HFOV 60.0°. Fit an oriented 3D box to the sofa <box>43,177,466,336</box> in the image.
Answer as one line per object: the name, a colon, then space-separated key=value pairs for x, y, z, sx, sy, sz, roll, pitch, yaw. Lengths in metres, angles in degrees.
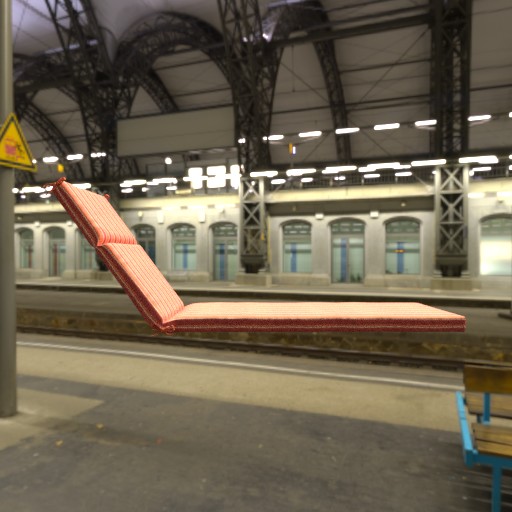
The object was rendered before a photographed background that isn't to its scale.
sofa: x=0.000 y=0.000 z=1.992 sx=1.663 sy=0.622 sz=0.582 roll=0 pitch=0 yaw=0
